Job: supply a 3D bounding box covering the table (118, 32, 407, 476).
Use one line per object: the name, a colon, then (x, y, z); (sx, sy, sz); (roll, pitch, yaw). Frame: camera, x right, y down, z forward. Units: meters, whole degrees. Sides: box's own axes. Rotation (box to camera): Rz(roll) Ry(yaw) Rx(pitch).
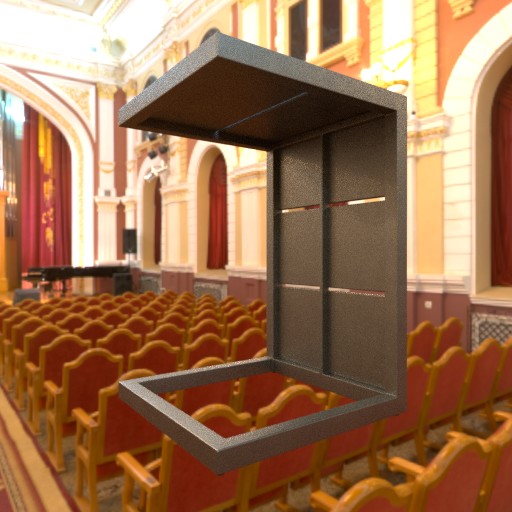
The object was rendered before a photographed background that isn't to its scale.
table: (0.000, 0.000, 0.886); (0.420, 0.609, 0.405); (0, 0, -36)
